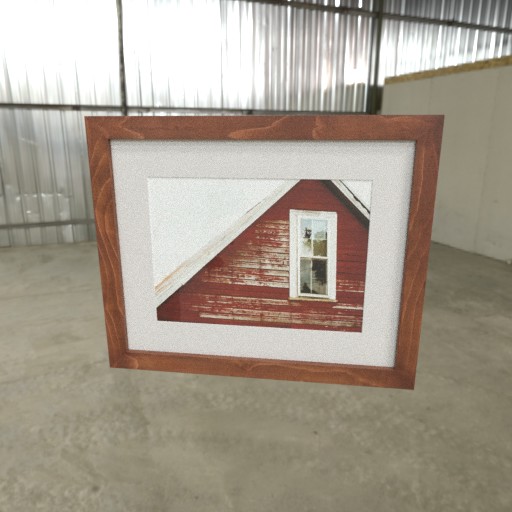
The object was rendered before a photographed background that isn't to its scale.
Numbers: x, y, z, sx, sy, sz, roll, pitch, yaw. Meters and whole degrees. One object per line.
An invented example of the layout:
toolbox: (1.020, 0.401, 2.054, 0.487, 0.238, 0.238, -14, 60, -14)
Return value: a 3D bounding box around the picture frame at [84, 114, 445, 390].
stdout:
picture frame: (0.000, 0.000, 0.757, 0.559, 0.457, 0.025, 2, 16, 7)
